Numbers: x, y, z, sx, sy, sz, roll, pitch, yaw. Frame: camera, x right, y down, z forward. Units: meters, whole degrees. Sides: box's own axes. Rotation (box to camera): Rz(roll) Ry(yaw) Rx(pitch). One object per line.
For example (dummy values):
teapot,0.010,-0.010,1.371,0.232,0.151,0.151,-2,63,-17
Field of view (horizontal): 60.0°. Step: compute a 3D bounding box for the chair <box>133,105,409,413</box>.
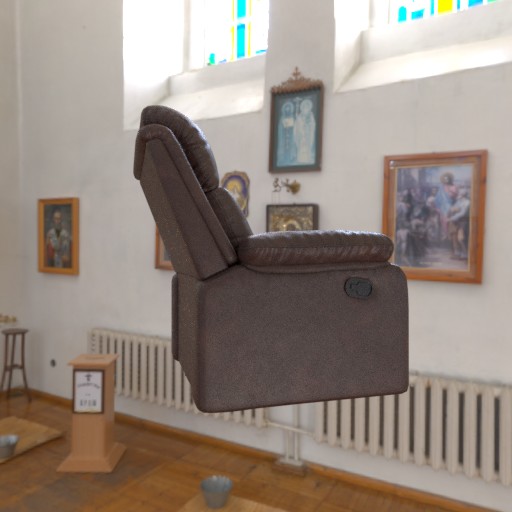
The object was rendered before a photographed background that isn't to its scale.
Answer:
chair,0.000,0.000,1.731,0.919,0.992,0.855,0,0,-16
